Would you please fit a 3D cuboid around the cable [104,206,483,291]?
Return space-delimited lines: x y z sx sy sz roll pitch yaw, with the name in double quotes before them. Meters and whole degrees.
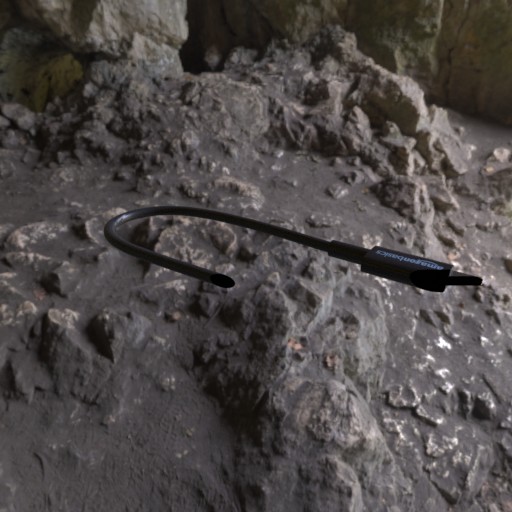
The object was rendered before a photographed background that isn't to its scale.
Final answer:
"cable" 0.000 0.000 0.111 0.098 0.005 0.041 17 31 31
